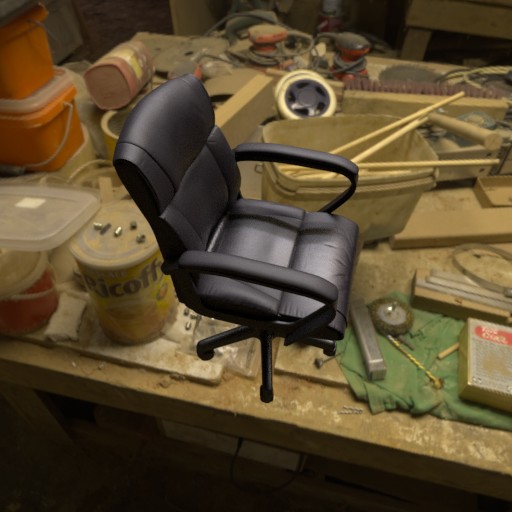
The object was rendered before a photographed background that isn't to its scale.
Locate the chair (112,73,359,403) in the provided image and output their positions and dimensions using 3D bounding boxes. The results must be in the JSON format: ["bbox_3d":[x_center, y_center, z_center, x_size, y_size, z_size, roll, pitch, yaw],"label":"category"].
[{"bbox_3d":[0.000,0.000,1.433,0.641,0.998,0.576,11,48,10],"label":"chair"}]
